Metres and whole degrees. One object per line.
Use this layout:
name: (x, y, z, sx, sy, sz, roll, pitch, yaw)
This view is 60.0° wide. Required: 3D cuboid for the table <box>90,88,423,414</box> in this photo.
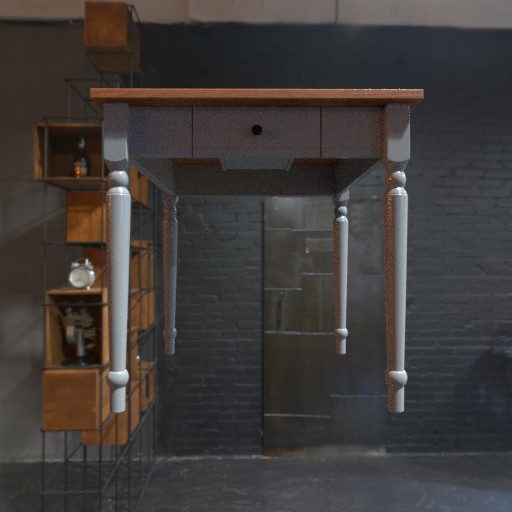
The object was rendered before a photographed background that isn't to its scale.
table: (0.000, 0.000, 1.360, 0.747, 0.738, 0.747, 0, -1, 0)
